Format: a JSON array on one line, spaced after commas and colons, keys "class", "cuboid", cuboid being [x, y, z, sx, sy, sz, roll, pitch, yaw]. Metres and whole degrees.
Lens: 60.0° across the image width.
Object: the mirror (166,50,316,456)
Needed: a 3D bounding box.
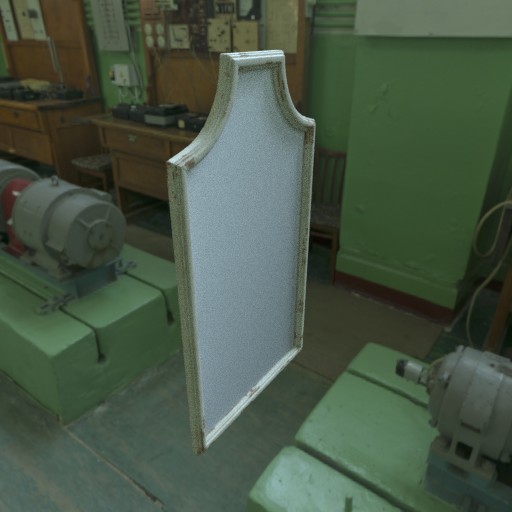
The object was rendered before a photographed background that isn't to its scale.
[{"class": "mirror", "cuboid": [0.000, 0.000, 0.857, 0.022, 0.717, 0.403, 18, 32, 31]}]
